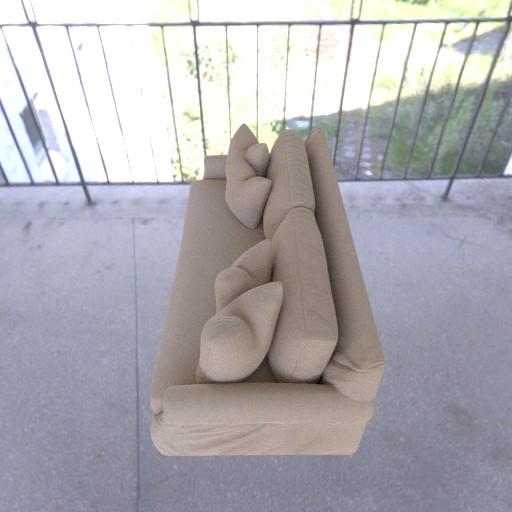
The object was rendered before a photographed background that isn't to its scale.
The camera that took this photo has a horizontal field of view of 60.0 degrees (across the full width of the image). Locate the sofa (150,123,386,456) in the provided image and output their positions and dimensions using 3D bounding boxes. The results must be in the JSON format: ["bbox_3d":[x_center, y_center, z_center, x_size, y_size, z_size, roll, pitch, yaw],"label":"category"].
[{"bbox_3d":[0.000,0.000,2.810,1.067,0.904,2.285,0,41,0],"label":"sofa"}]
